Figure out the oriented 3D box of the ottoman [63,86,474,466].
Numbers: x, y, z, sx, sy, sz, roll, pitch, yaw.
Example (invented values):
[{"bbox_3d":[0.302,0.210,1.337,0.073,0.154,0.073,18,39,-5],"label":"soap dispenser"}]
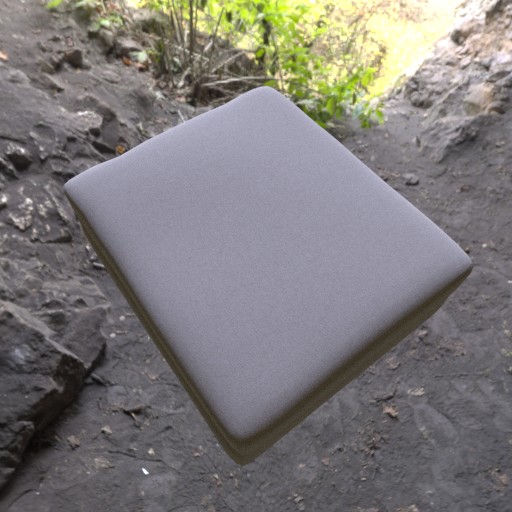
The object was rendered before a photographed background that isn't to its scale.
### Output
[{"bbox_3d":[0.000,0.000,1.459,0.836,0.492,0.976,-32,64,-18],"label":"ottoman"}]
